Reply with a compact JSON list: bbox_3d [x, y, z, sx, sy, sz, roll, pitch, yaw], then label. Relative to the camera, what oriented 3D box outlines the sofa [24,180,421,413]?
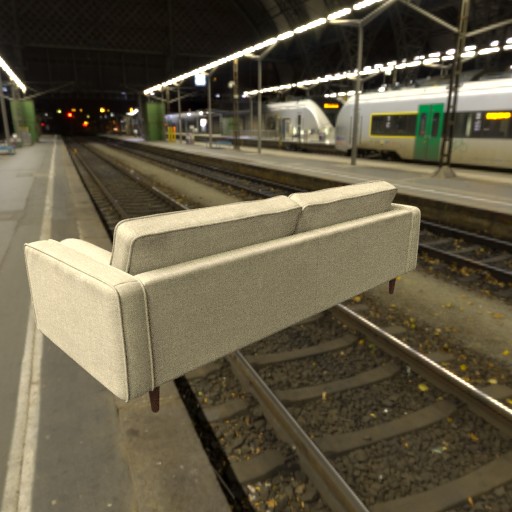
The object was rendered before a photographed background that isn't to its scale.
[{"bbox_3d":[0.000,0.000,2.544,2.211,0.762,0.914,-15,22,-42],"label":"sofa"}]
